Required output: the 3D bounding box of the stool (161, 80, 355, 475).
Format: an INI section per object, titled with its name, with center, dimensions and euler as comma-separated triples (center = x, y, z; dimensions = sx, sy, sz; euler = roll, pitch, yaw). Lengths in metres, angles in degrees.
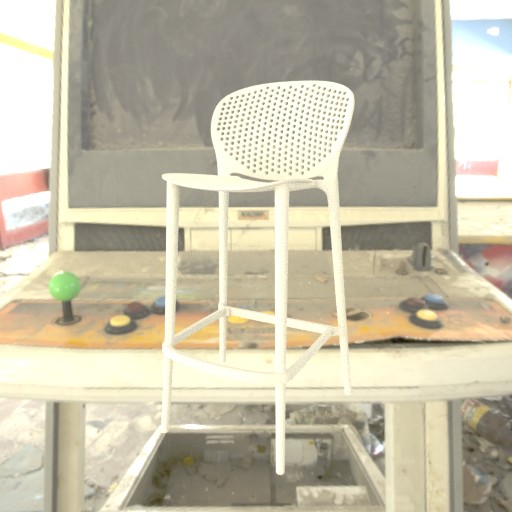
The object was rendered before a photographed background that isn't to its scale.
[stool]
center = 0.000, 0.000, 1.345
dimensions = 0.536, 1.045, 0.535
euler = 7, 17, 26
